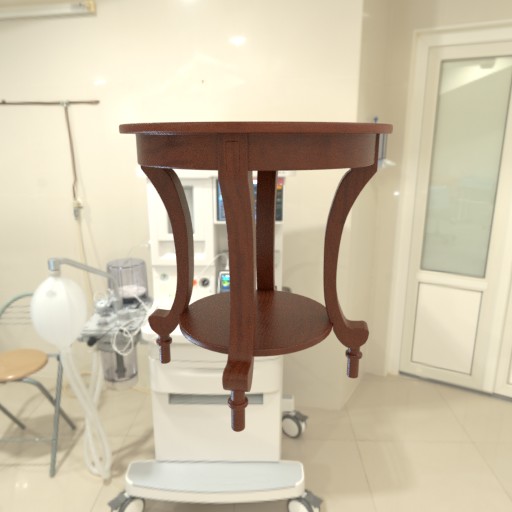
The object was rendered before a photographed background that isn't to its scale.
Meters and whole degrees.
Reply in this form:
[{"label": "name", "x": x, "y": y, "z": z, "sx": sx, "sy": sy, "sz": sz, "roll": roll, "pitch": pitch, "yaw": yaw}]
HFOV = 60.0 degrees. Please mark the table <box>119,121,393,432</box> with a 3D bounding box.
[{"label": "table", "x": 0.000, "y": 0.000, "z": 1.085, "sx": 0.597, "sy": 0.612, "sz": 0.597, "roll": 0, "pitch": 15, "yaw": 0}]
